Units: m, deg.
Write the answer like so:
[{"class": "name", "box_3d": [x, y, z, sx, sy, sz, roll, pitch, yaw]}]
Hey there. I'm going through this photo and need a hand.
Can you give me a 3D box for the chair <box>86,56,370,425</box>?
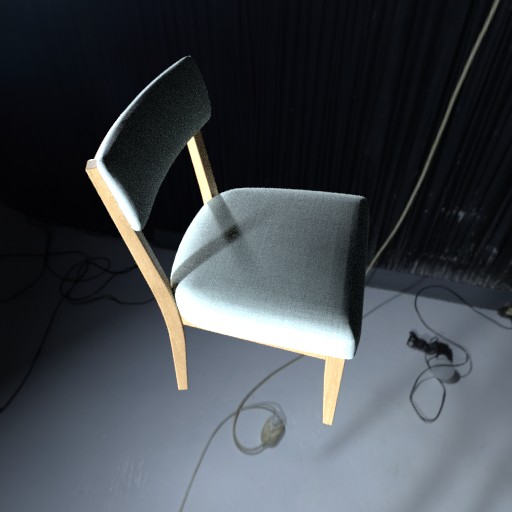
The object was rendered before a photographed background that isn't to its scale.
[{"class": "chair", "box_3d": [0.000, 0.000, 1.181, 0.572, 0.832, 0.508, 9, 46, 9]}]
